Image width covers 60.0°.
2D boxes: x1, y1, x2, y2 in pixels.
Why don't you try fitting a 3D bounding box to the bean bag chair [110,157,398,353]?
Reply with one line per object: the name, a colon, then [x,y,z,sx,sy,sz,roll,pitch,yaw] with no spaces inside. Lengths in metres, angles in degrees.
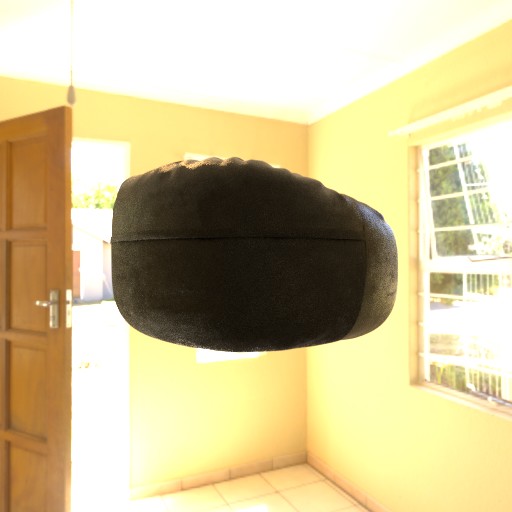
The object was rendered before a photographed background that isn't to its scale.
bean bag chair: [0.000,0.000,2.476,1.524,0.878,1.524,0,-1,-35]
